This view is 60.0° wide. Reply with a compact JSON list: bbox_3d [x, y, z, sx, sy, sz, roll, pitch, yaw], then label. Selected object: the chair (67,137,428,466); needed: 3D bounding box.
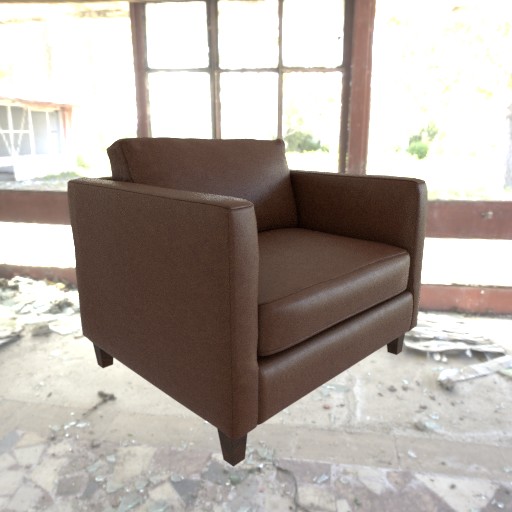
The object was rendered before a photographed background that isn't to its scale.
[{"bbox_3d":[0.000,0.000,1.767,0.959,0.917,1.107,14,21,43],"label":"chair"}]
